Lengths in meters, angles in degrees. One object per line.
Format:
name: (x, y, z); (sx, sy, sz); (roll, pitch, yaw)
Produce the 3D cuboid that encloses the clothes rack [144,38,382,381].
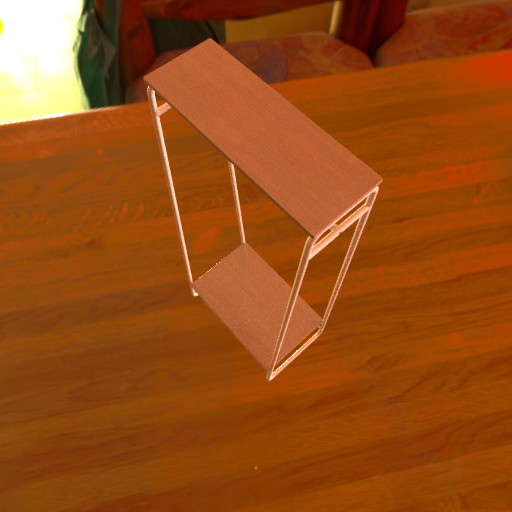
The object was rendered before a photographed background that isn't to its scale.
clothes rack: (0.000, 0.000, 1.783); (0.400, 1.512, 0.640); (-39, 70, -17)
